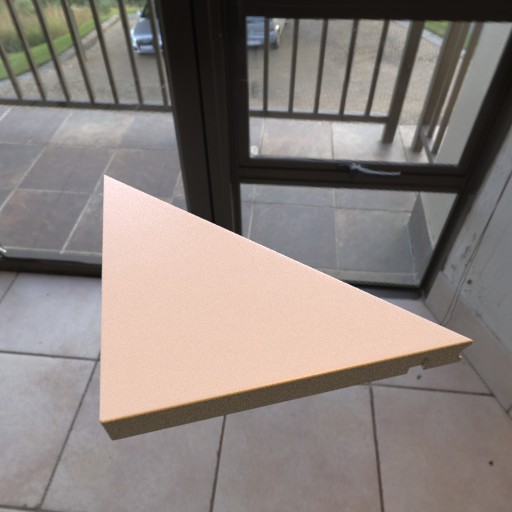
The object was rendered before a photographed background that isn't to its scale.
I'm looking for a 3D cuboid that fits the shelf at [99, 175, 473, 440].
[{"bbox_3d":[0.000,0.000,0.446,0.296,0.035,0.296,-10,48,-9],"label":"shelf"}]
